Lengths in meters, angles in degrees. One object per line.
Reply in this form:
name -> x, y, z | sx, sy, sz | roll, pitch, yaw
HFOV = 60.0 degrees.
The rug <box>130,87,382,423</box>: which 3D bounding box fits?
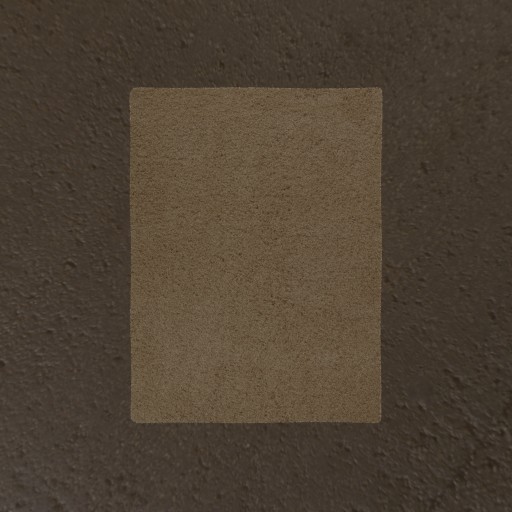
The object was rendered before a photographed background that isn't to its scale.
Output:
rug -> 0.000, 0.000, 2.123 | 1.199, 0.025, 1.600 | 0, 91, 0
